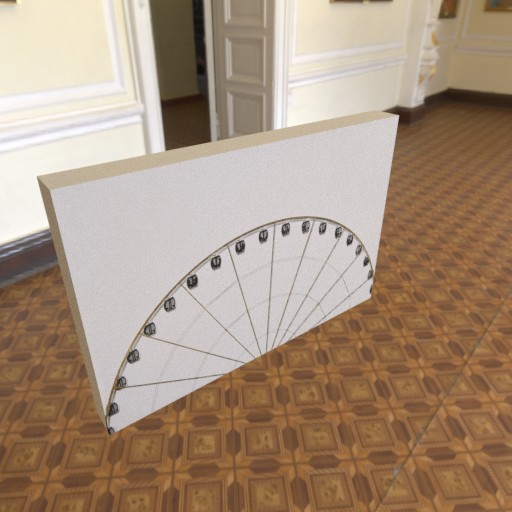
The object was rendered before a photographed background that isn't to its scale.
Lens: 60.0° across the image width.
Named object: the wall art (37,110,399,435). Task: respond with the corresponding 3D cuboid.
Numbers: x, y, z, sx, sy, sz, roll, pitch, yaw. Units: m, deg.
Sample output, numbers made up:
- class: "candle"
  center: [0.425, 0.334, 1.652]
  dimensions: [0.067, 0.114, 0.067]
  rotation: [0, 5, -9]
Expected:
- class: "wall art"
  center: [0.000, 0.000, 0.481]
  dimensions: [0.384, 0.254, 0.039]
  rotation: [-20, 36, -31]
